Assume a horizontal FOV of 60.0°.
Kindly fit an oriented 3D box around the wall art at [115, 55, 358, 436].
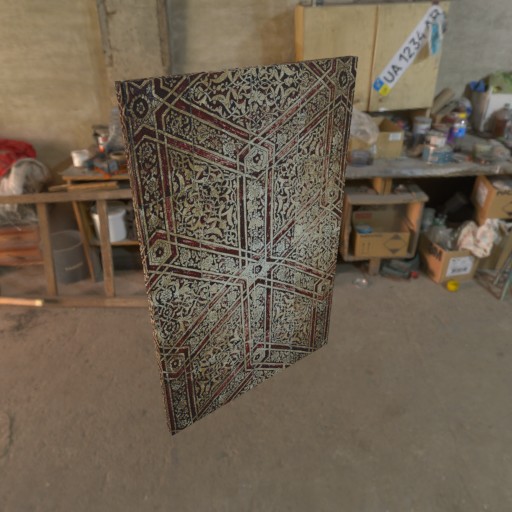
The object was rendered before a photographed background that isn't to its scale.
[{"bbox_3d":[0.000,0.000,1.142,0.599,0.904,0.030,-22,37,-32],"label":"wall art"}]
